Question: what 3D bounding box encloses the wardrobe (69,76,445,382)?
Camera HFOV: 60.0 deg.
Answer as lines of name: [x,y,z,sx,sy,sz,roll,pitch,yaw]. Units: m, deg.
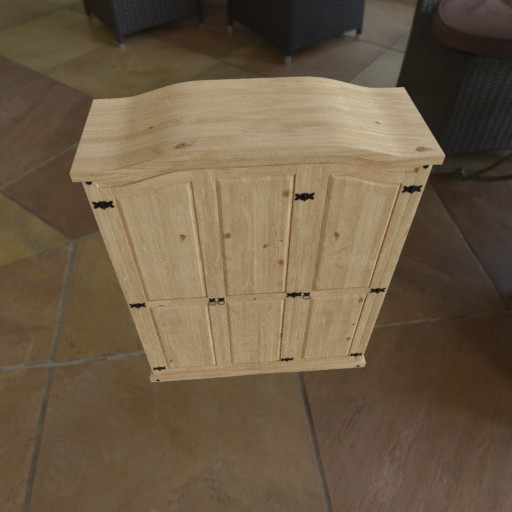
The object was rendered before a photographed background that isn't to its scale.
wardrobe: [0.000,0.000,2.591,1.500,1.870,0.570,-3,48,-3]
